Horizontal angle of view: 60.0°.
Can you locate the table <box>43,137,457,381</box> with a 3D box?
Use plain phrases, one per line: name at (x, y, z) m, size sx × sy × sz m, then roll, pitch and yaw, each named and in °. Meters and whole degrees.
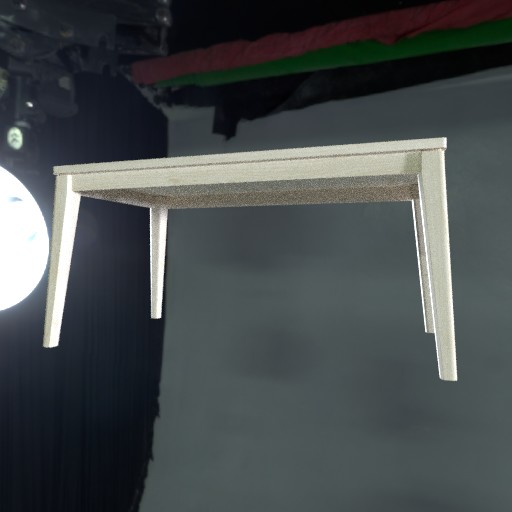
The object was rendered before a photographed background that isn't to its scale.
table at (0.000, 0.000, 2.037) m, size 1.600 × 0.760 × 0.900 m, roll 0°, pitch 0°, yaw 18°
